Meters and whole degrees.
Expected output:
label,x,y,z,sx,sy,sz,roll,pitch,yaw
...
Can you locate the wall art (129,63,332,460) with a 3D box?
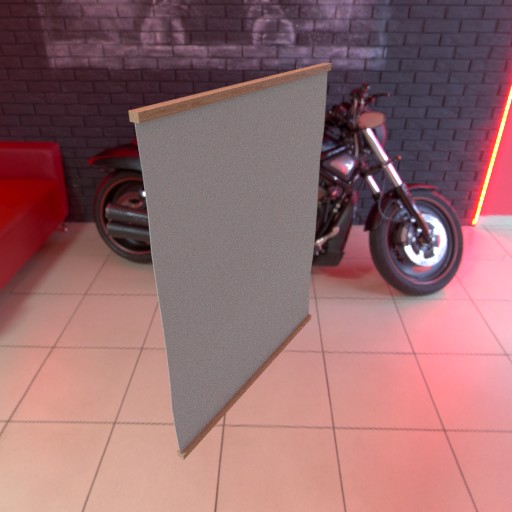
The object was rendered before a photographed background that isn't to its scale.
label,x,y,z,sx,sy,sz,roll,pitch,yaw
wall art,0.000,0.000,0.683,0.013,0.508,0.406,19,35,29
